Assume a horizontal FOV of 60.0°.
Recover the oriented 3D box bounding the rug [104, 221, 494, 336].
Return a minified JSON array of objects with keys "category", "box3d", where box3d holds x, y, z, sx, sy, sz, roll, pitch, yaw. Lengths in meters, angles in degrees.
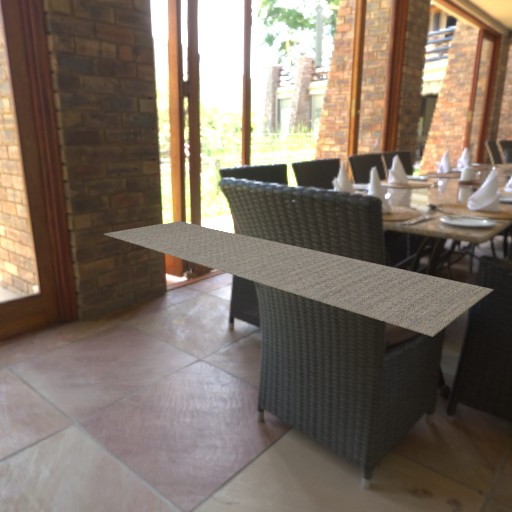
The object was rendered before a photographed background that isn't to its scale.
[{"category":"rug","box3d":[0.000,0.000,2.658,2.437,0.005,0.688,14,21,42]}]
